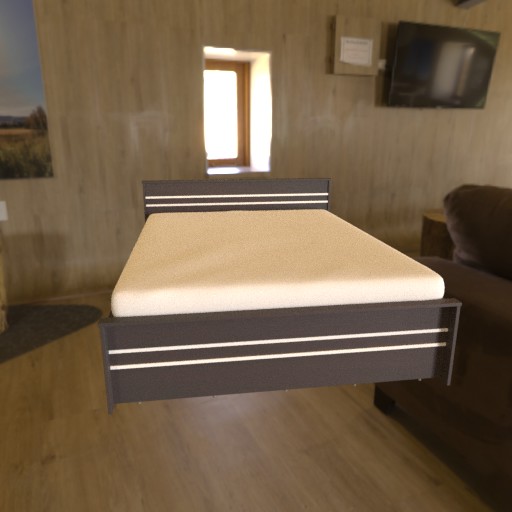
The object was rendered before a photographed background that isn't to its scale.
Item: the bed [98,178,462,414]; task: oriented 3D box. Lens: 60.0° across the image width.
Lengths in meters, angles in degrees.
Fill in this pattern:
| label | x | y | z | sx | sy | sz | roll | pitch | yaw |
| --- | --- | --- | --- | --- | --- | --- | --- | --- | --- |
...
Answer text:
| label | x | y | z | sx | sy | sz | roll | pitch | yaw |
| --- | --- | --- | --- | --- | --- | --- | --- | --- | --- |
| bed | 0.000 | 0.000 | 2.962 | 1.634 | 0.808 | 2.103 | -2 | 16 | -8 |
